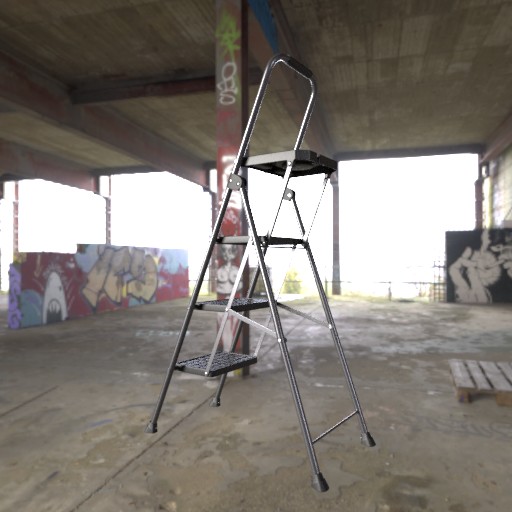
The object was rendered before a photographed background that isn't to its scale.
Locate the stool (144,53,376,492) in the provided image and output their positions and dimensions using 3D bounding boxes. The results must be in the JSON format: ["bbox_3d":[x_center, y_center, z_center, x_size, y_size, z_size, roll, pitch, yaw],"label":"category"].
[{"bbox_3d":[0.000,0.000,1.563,0.733,1.277,0.396,0,0,36],"label":"stool"}]
